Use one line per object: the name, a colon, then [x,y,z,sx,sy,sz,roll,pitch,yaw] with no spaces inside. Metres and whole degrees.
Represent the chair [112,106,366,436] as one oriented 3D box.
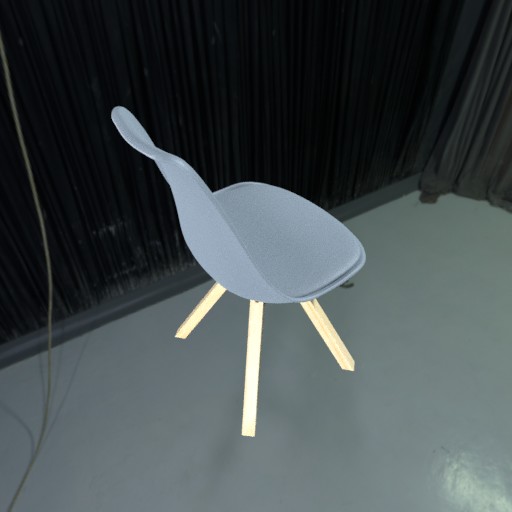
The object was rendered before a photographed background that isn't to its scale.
chair: [0.000,0.000,1.167,0.549,0.850,0.485,-25,47,-25]
